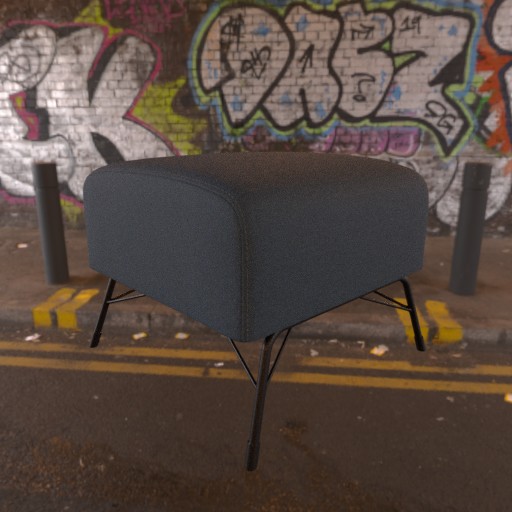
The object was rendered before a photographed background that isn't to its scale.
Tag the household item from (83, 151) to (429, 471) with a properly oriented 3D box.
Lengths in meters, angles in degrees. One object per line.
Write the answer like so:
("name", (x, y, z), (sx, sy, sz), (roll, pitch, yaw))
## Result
("household item", (0.000, 0.000, 0.921), (0.530, 0.420, 0.530), (-14, 21, -42))
